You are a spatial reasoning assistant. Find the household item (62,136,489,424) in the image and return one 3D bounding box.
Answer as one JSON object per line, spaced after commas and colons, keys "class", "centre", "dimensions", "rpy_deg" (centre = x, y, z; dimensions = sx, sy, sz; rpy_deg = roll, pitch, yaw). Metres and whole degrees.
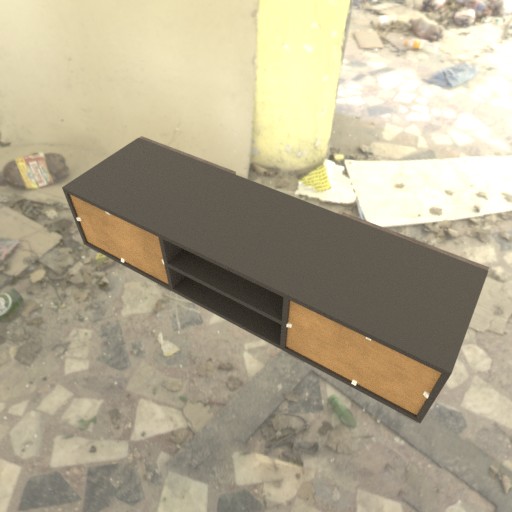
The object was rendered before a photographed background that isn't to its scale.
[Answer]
{"class": "household item", "centre": [0.000, 0.000, 1.581], "dimensions": [1.400, 0.310, 0.420], "rpy_deg": [24, 51, 22]}
